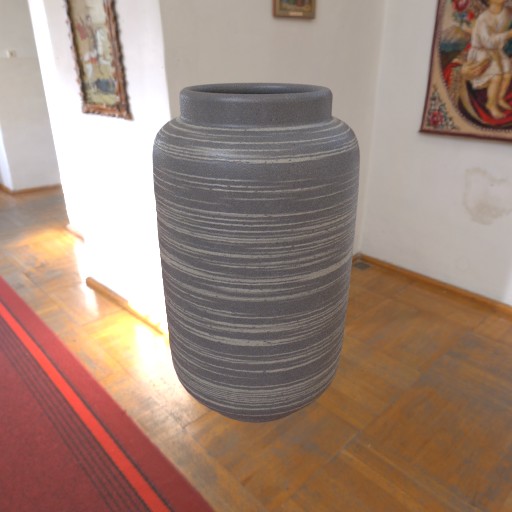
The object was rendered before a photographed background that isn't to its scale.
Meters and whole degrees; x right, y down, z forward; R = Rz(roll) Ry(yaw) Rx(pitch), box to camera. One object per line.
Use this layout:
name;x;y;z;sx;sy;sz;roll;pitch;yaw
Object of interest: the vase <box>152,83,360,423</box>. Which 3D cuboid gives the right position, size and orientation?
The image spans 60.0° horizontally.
vase;0.000;0.000;0.700;0.297;0.499;0.297;0;25;0
